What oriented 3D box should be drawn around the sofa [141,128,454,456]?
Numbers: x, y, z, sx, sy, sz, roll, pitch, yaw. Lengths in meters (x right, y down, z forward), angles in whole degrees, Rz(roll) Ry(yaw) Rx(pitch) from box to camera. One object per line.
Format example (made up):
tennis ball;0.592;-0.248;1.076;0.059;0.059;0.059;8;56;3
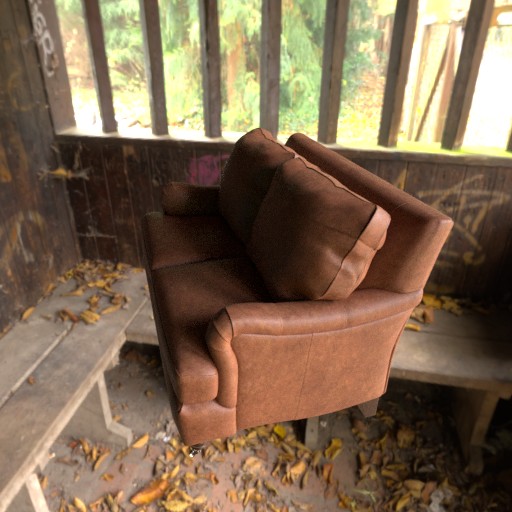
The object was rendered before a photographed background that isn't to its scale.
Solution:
sofa;0.000;0.000;2.240;1.077;1.004;1.527;-8;29;-15
